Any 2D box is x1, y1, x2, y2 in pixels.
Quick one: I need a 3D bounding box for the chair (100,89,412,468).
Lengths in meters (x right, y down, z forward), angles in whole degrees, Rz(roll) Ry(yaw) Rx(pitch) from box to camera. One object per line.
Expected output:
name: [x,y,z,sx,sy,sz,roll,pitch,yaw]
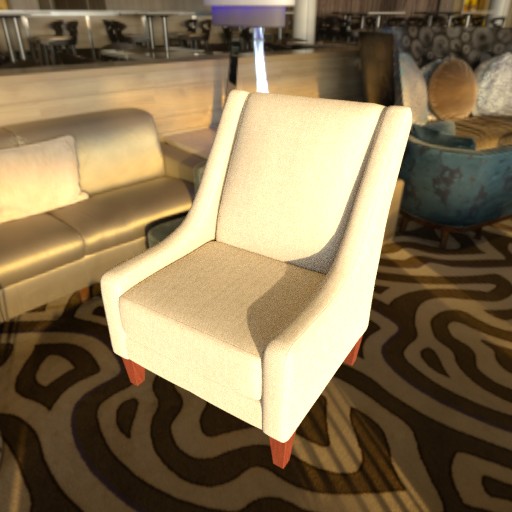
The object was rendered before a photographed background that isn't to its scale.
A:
chair: [0.000,0.000,1.630,0.774,1.014,0.870,17,33,29]
